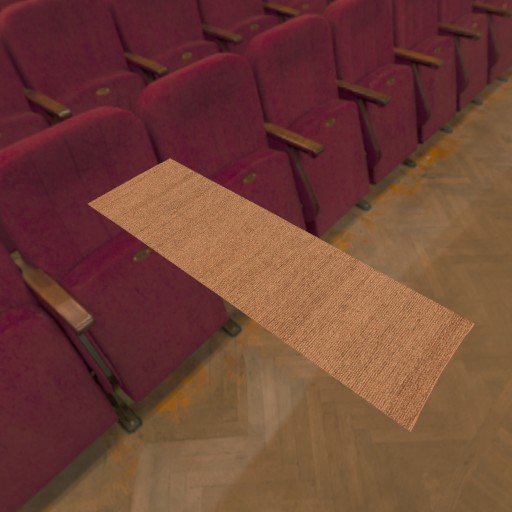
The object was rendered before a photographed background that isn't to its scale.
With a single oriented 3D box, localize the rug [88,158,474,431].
[{"bbox_3d":[0.000,0.000,2.647,2.390,0.014,0.741,32,53,28],"label":"rug"}]
